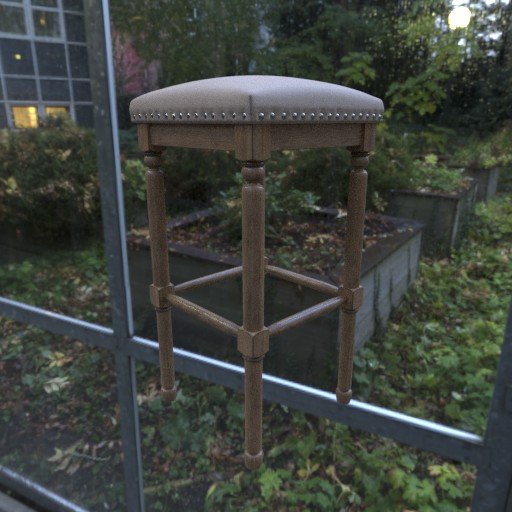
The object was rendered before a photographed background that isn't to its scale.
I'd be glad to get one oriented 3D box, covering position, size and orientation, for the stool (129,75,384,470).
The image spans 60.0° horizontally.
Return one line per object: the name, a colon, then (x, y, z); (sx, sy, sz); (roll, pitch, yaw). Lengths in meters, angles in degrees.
stool: (0.000, 0.000, 1.019); (0.383, 0.768, 0.382); (-16, 23, -41)
